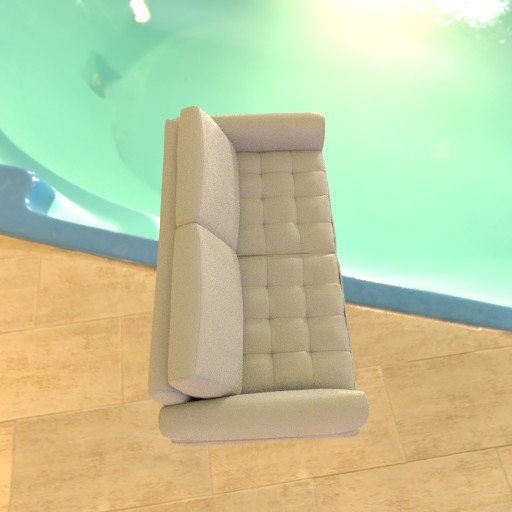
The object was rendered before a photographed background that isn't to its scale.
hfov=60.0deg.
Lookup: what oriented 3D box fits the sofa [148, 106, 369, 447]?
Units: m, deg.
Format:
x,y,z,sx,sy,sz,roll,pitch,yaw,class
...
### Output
x,y,z,sx,sy,sz,roll,pitch,yaw,class
0.000,0.000,2.824,1.121,0.930,2.177,-2,63,-1,sofa
